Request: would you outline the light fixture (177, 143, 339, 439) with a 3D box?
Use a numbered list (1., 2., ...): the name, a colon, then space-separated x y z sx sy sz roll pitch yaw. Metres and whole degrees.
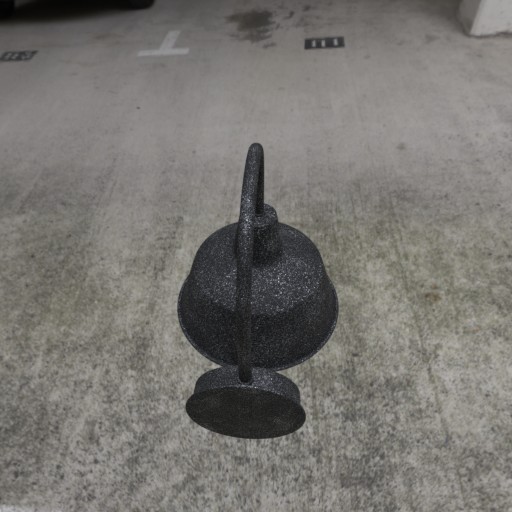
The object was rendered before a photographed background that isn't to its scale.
1. light fixture: 0.000 0.000 0.485 0.216 0.300 0.283 3 47 3
